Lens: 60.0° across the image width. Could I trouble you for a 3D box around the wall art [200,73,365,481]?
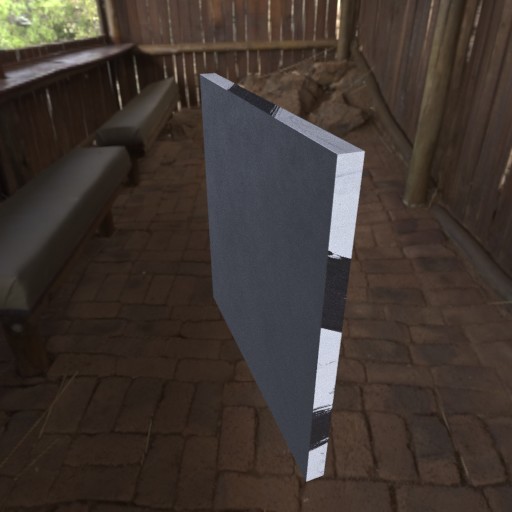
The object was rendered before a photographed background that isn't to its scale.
[{"bbox_3d":[0.000,0.000,1.131,0.046,0.765,0.765,-11,32,-18],"label":"wall art"}]
